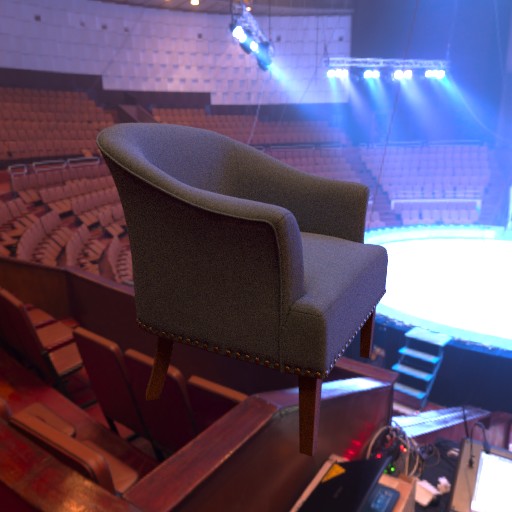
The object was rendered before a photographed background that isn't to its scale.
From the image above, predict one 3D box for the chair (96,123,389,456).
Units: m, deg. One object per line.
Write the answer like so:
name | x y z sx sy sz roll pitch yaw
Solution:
chair | 0.000 0.000 1.402 0.704 0.815 0.798 7 16 26
